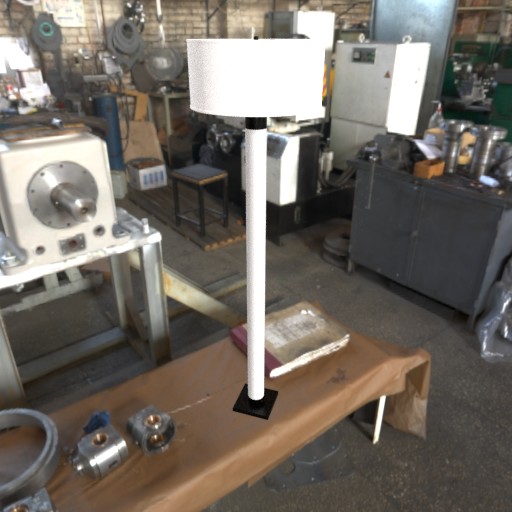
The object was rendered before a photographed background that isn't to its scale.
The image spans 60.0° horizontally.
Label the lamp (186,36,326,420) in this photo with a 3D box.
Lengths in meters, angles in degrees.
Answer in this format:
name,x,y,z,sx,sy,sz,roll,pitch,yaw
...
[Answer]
name,x,y,z,sx,sy,sz,roll,pitch,yaw
lamp,0.000,0.000,1.661,0.420,1.475,0.420,8,28,17
